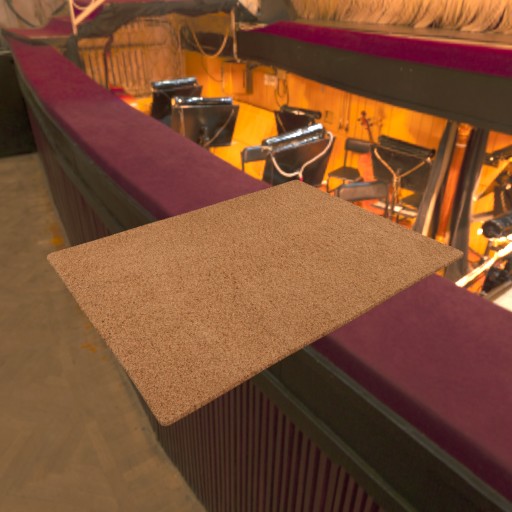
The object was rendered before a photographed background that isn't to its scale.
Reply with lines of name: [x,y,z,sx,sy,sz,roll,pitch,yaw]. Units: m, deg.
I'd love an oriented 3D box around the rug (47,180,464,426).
rug: [0.000,0.000,2.110,1.600,0.025,1.199,-22,37,-31]
